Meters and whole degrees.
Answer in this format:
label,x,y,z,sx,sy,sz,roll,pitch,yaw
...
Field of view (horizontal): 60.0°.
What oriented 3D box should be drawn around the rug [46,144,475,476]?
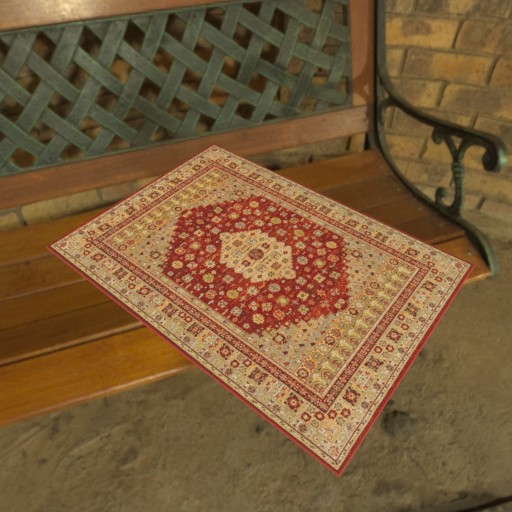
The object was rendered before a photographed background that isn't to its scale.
label,x,y,z,sx,sy,sz,roll,pitch,yaw
rug,0.000,0.000,2.810,2.211,0.013,1.593,30,53,26
